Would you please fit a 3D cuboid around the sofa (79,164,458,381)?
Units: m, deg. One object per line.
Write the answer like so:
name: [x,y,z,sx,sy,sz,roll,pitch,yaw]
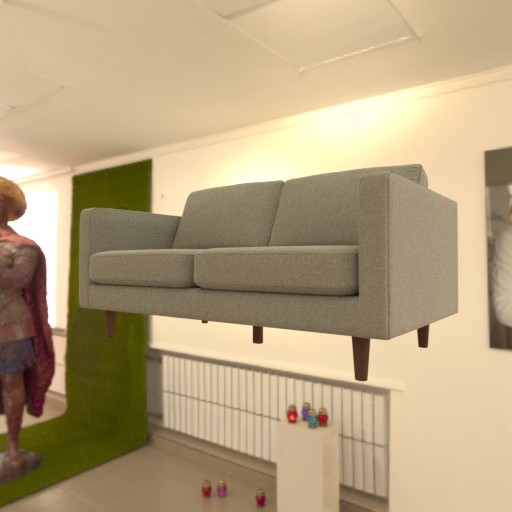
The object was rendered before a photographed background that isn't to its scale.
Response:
sofa: [0.000,0.000,2.287,1.731,0.900,1.000,-1,-1,36]
